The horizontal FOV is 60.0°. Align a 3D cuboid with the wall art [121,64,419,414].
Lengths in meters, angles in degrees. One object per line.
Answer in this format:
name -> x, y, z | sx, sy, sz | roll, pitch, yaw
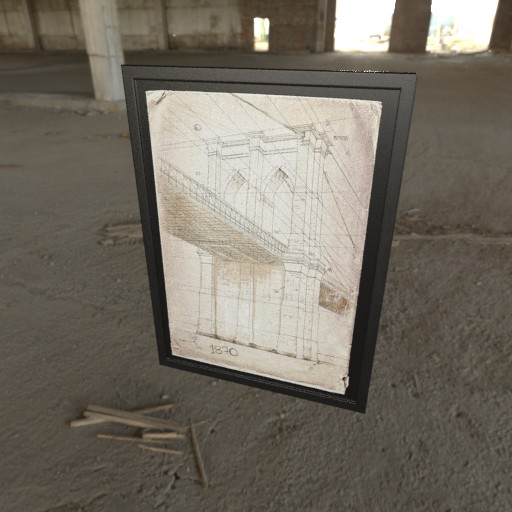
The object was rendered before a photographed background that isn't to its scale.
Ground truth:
wall art -> 0.000, 0.000, 1.237 | 0.707, 0.967, 0.013 | 9, 29, 16
